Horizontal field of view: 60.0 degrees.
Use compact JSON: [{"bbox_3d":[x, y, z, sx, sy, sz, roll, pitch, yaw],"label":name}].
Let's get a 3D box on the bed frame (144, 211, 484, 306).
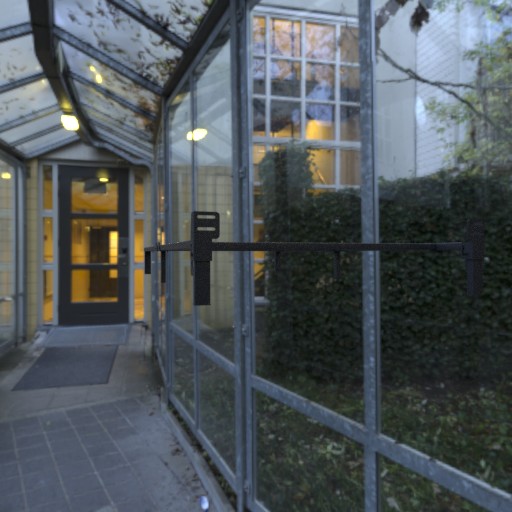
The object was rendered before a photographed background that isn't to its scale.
[{"bbox_3d":[0.000,0.000,2.210,0.968,0.248,1.897,0,0,-18],"label":"bed frame"}]
